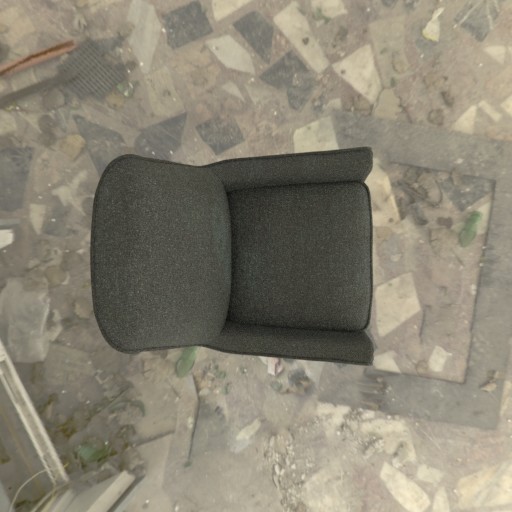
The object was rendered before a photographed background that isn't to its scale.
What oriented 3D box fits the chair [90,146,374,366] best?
[{"bbox_3d":[0.000,0.000,1.556,0.859,0.883,0.763,0,89,-1],"label":"chair"}]
